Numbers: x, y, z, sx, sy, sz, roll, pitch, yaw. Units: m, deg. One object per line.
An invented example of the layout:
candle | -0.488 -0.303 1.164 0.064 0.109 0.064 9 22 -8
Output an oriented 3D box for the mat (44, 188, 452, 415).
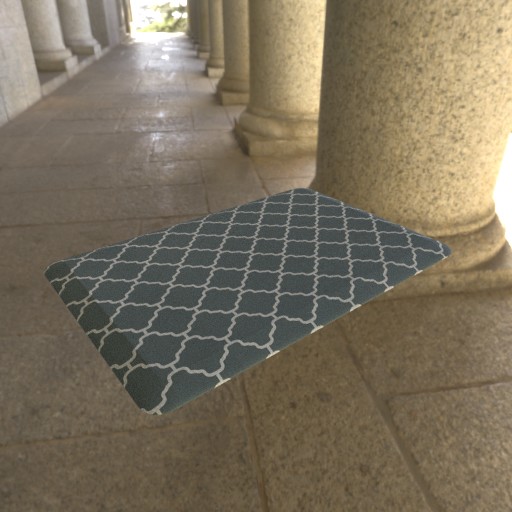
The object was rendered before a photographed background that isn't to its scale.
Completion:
mat | 0.000 0.000 0.962 0.762 0.021 0.508 -21 36 -33
